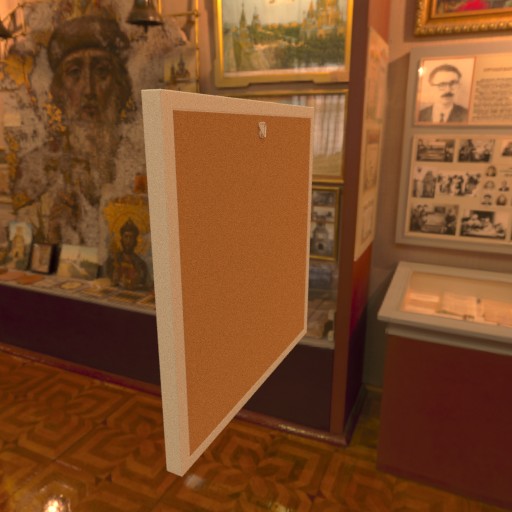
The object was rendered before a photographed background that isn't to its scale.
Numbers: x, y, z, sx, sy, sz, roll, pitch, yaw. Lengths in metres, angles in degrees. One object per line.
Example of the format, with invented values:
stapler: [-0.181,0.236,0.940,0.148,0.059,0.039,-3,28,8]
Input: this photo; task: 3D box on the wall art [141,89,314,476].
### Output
wall art: [0.000,0.000,1.155,0.050,0.762,0.761,8,18,25]
